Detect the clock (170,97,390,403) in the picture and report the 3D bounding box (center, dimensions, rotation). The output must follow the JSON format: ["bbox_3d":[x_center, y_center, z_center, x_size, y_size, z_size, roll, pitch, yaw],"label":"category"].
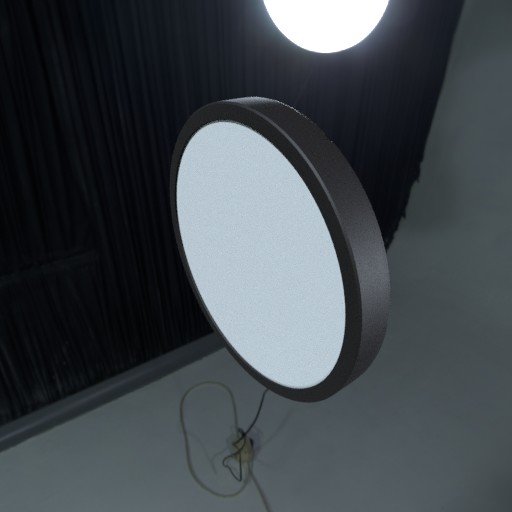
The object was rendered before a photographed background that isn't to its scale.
[{"bbox_3d":[0.000,0.000,0.435,0.040,0.293,0.293,-22,37,-31],"label":"clock"}]
